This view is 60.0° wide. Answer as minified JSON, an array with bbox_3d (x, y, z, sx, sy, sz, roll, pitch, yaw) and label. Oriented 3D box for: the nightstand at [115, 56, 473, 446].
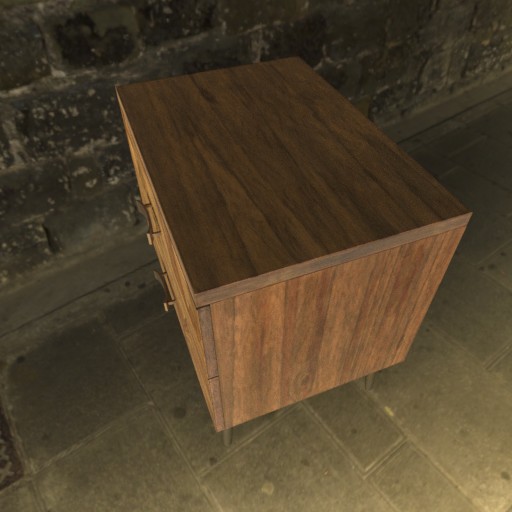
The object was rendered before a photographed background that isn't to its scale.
[{"bbox_3d":[0.000,0.000,1.022,0.458,0.610,0.610,-16,48,-15],"label":"nightstand"}]
